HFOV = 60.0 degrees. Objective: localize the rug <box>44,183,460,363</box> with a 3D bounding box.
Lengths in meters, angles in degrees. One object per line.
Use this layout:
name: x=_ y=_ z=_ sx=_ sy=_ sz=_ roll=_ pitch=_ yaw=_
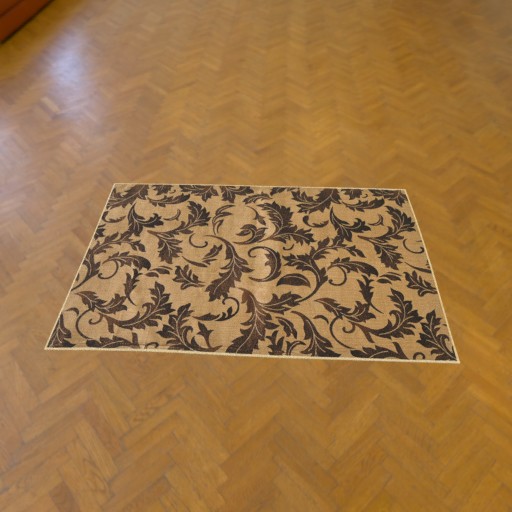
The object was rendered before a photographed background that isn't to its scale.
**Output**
rug: x=0.000 y=0.000 z=2.939 sx=2.284 sy=0.008 sz=1.522 roll=1 pitch=46 yaw=1
